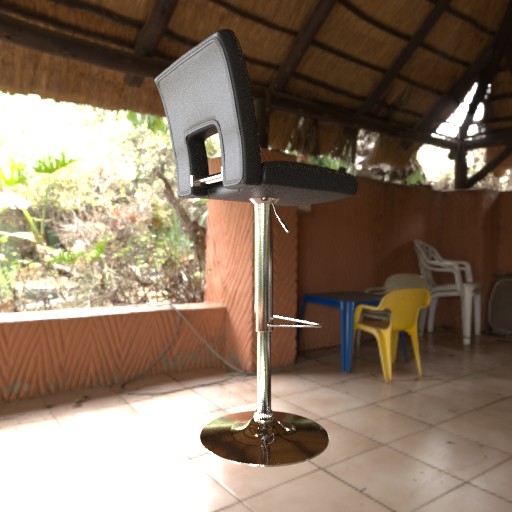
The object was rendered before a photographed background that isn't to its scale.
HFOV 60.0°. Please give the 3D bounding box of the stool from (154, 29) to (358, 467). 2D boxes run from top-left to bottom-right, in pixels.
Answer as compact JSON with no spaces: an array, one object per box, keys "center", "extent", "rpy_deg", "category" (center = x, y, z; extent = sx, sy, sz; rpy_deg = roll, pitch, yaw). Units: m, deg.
[{"center":[0.000,0.000,1.393],"extent":[0.520,1.151,0.415],"rpy_deg":[-1,1,-36],"category":"stool"}]
